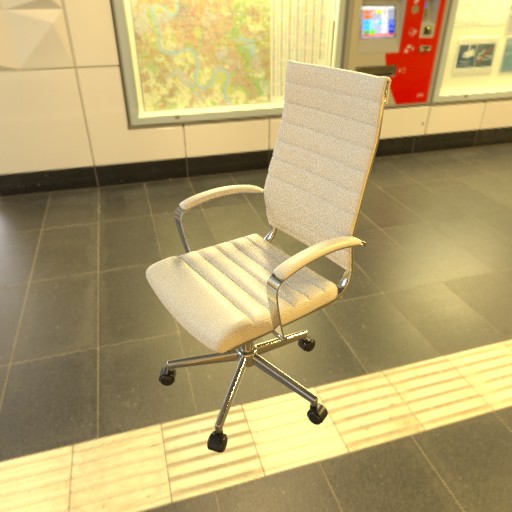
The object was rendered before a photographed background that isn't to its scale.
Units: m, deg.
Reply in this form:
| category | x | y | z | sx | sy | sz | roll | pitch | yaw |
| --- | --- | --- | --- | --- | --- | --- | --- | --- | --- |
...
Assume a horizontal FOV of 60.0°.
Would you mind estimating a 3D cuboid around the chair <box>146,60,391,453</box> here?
| category | x | y | z | sx | sy | sz | roll | pitch | yaw |
| --- | --- | --- | --- | --- | --- | --- | --- | --- | --- |
| chair | 0.000 | 0.000 | 1.517 | 0.679 | 1.149 | 0.679 | -21 | 37 | -30 |
